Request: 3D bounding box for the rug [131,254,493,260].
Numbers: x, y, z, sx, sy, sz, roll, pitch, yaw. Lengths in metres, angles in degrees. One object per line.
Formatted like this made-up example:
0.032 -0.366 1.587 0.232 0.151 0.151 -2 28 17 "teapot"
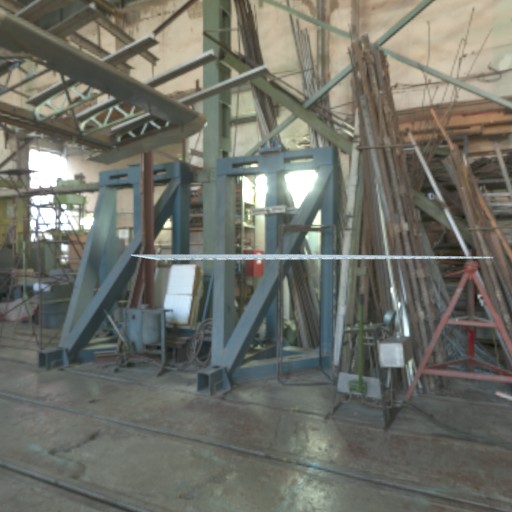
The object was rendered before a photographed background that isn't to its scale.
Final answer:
0.000 0.000 2.983 1.526 0.008 2.441 0 1 -18 "rug"
